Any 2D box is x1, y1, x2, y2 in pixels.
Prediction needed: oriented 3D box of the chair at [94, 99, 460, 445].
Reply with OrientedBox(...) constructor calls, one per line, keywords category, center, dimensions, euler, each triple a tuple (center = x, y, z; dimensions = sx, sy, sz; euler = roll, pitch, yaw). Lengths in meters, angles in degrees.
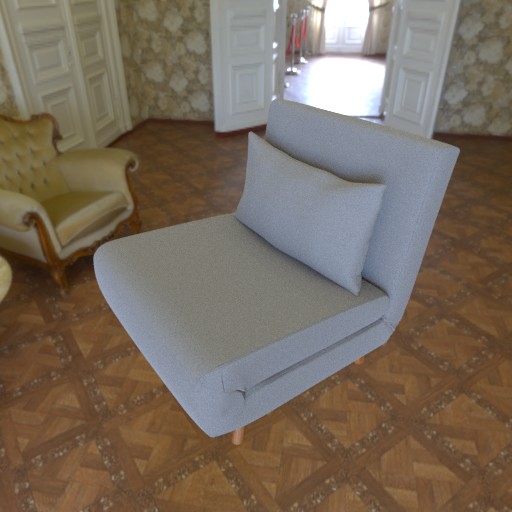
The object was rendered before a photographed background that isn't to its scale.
OrientedBox(category="chair", center=(0.000, 0.000, 1.478), dimensions=(0.902, 0.808, 0.770), euler=(-21, 37, -30))
